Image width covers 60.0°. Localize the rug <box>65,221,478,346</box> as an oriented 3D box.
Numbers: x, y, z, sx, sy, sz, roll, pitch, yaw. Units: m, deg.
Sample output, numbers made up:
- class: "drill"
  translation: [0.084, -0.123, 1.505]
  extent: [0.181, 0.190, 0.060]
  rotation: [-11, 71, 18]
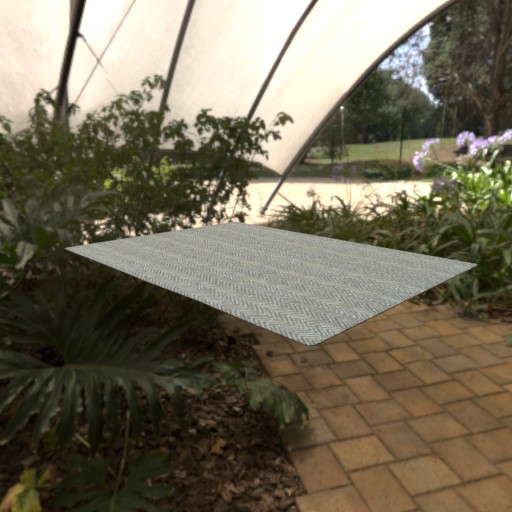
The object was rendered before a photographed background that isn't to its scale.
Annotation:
- class: "rug"
  translation: [0.000, 0.000, 5.191]
  extent: [2.894, 0.011, 3.957]
  rotation: [-13, 19, -43]
